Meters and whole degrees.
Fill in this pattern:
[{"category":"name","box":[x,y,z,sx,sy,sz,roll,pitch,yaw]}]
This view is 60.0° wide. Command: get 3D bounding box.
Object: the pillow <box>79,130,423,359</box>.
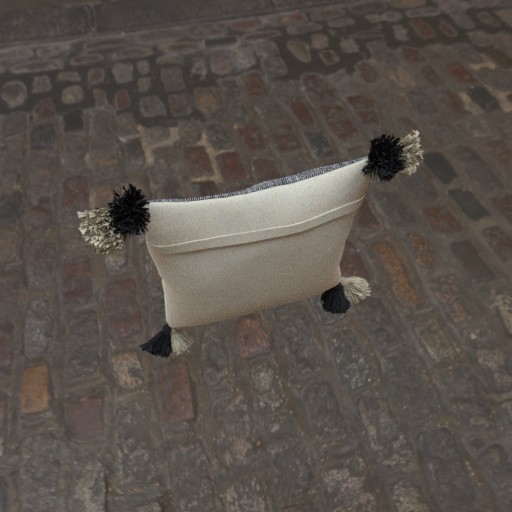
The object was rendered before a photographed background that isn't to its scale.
[{"category":"pillow","box":[0.000,0.000,1.006,0.654,0.659,0.170,-13,58,-9]}]
